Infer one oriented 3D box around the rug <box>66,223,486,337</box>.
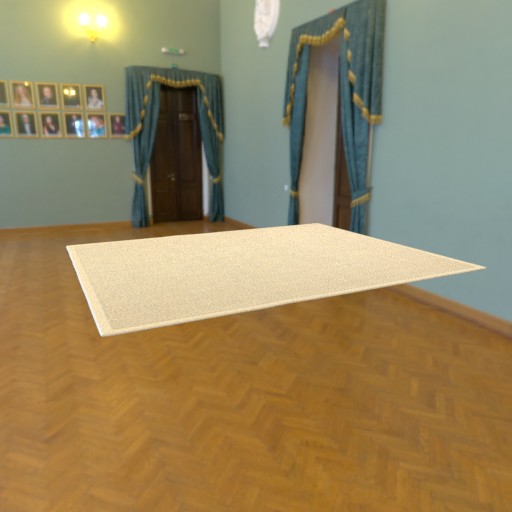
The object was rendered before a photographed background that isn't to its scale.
[{"bbox_3d":[0.000,0.000,4.005,3.009,0.019,2.423,-7,15,-26],"label":"rug"}]
